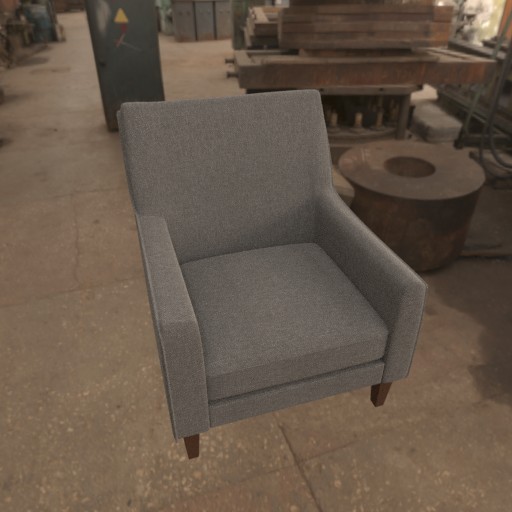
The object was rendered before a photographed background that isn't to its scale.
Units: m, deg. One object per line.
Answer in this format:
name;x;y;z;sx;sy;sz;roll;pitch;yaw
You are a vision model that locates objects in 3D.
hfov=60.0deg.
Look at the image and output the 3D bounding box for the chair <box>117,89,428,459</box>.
chair;0.000;0.000;1.560;0.780;0.919;0.899;-10;34;-15
